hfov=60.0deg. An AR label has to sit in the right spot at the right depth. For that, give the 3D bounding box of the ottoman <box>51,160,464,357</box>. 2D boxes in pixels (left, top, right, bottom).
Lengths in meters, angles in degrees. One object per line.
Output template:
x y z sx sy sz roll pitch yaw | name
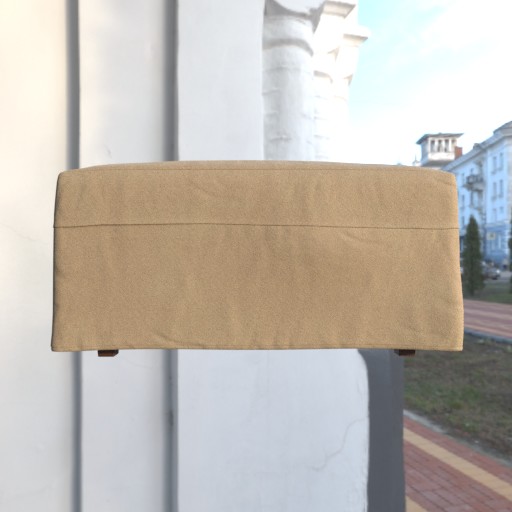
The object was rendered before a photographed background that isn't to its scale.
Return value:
0.000 0.000 1.188 0.872 0.444 0.590 0 0 -1 | ottoman
